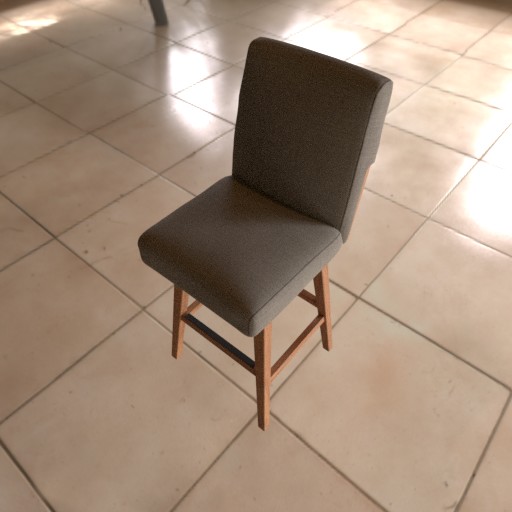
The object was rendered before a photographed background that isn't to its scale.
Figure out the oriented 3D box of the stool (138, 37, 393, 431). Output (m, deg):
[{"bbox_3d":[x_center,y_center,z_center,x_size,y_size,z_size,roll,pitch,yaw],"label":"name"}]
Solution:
[{"bbox_3d":[0.000,0.000,1.410,0.483,1.112,0.570,31,55,26],"label":"stool"}]
